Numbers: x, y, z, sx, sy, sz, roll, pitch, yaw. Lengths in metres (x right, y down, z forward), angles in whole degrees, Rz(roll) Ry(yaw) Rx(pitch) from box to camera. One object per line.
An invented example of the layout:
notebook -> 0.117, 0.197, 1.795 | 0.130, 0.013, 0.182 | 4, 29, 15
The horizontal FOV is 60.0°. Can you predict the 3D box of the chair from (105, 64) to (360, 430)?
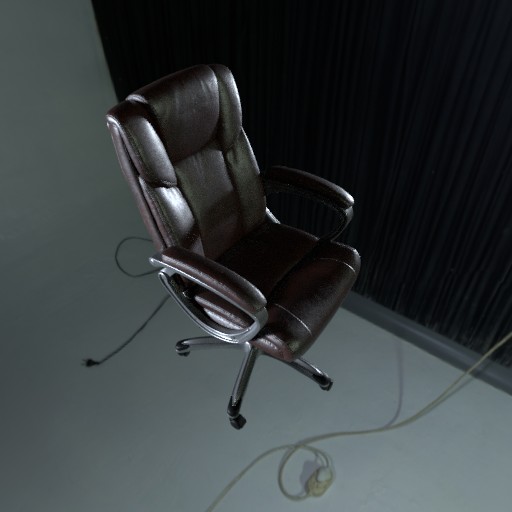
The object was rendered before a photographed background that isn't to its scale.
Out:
chair -> 0.000, 0.000, 1.551 | 0.692, 1.128, 0.656 | 23, 45, 24
